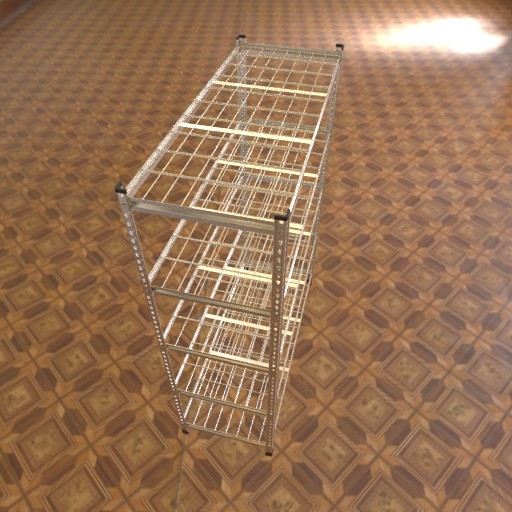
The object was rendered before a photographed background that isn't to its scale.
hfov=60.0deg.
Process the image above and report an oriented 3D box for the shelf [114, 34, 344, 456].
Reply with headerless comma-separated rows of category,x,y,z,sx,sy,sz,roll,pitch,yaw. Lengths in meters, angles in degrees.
shelf,0.000,0.000,2.680,0.610,1.981,1.524,11,46,10
